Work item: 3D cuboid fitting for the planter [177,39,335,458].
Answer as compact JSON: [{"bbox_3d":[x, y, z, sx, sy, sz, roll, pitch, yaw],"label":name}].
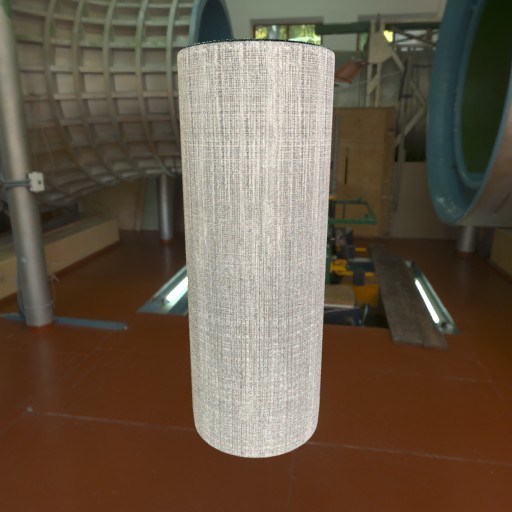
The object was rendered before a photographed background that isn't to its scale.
[{"bbox_3d":[0.000,0.000,0.321,0.100,0.270,0.100,15,22,41],"label":"planter"}]
